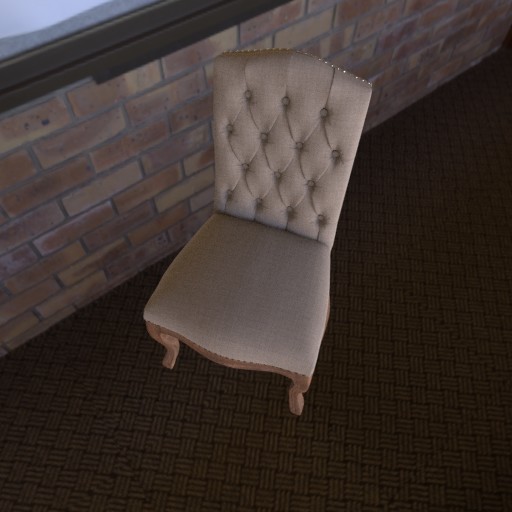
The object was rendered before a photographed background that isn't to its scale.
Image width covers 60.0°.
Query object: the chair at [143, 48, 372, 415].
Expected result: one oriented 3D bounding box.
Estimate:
[{"bbox_3d":[0.000,0.000,1.605,0.637,1.191,0.731,17,59,11],"label":"chair"}]
